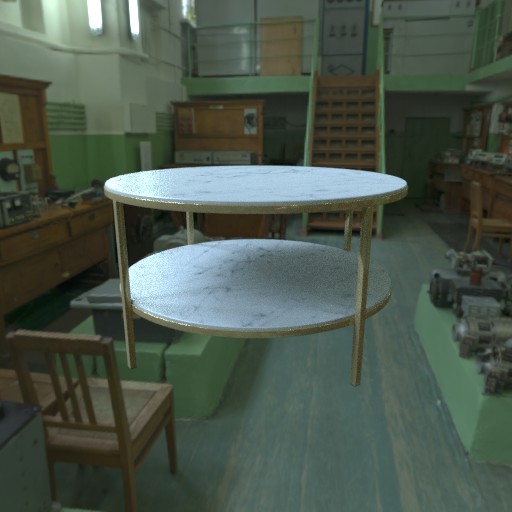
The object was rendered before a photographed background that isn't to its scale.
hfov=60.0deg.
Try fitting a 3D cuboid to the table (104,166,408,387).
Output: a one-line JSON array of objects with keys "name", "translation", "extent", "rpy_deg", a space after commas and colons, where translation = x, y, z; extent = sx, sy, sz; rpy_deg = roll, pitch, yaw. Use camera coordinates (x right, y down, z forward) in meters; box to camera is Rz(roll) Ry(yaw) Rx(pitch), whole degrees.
[{"name": "table", "translation": [0.000, 0.000, 1.288], "extent": [0.800, 0.450, 0.800], "rpy_deg": [0, 16, 0]}]
